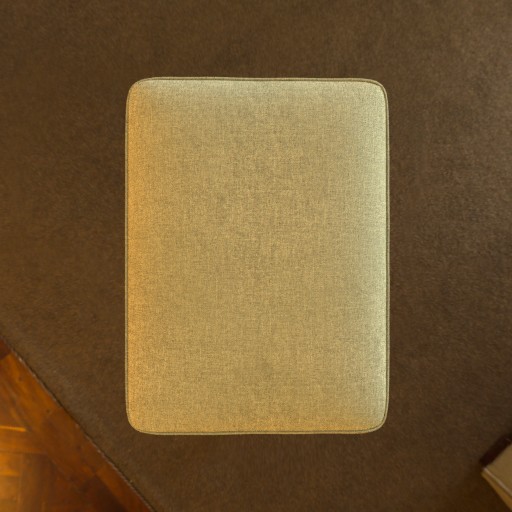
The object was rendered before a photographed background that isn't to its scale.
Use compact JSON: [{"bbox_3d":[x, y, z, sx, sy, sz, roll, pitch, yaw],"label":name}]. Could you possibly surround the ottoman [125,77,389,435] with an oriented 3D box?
[{"bbox_3d":[0.000,0.000,1.308,0.661,0.561,0.889,0,90,-1],"label":"ottoman"}]
